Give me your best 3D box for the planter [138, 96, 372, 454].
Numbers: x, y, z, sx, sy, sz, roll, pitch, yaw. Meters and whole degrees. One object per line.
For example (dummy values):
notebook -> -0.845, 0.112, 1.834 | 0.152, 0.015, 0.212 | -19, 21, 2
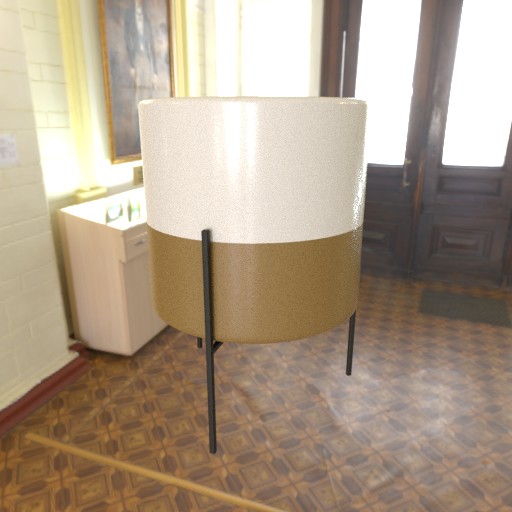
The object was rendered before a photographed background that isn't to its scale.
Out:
planter -> 0.000, 0.000, 0.654 | 0.310, 0.432, 0.310 | -8, 19, -24
